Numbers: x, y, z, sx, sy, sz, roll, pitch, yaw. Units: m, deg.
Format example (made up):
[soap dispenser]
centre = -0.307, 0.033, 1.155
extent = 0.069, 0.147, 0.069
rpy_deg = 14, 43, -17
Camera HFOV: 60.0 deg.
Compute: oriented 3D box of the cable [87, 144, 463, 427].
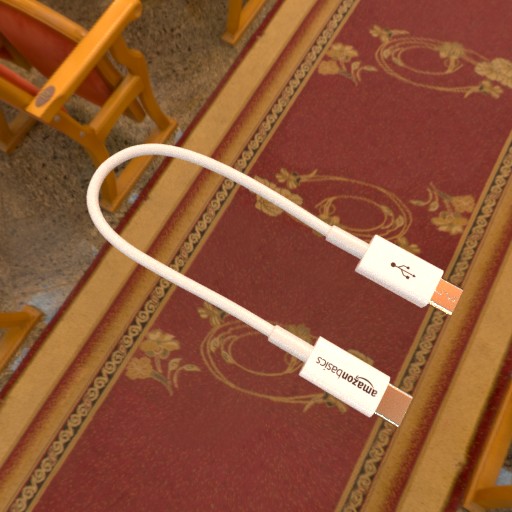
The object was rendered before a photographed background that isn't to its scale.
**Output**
[cable]
centre = 0.000, 0.000, 0.114
extent = 0.098, 0.006, 0.040
rpy_deg = 30, 77, 8
